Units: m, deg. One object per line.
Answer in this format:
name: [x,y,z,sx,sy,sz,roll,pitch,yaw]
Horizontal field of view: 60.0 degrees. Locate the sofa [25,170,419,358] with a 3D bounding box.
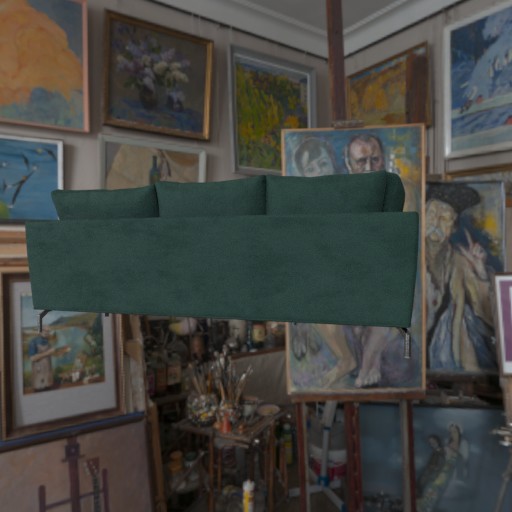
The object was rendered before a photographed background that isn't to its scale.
sofa: [0.000,0.000,3.736,2.452,1.004,2.468,0,1,17]
